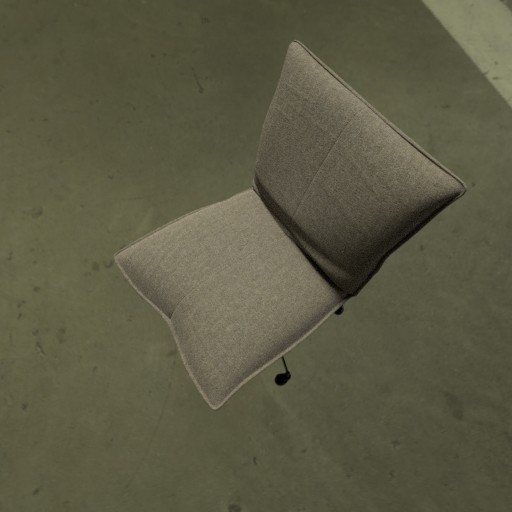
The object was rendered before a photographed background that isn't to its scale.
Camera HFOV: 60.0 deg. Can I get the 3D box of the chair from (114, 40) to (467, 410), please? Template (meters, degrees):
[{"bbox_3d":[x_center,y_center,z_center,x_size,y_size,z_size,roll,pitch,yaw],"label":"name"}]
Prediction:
[{"bbox_3d":[0.000,0.000,1.301,0.696,0.811,0.597,-32,67,-16],"label":"chair"}]
